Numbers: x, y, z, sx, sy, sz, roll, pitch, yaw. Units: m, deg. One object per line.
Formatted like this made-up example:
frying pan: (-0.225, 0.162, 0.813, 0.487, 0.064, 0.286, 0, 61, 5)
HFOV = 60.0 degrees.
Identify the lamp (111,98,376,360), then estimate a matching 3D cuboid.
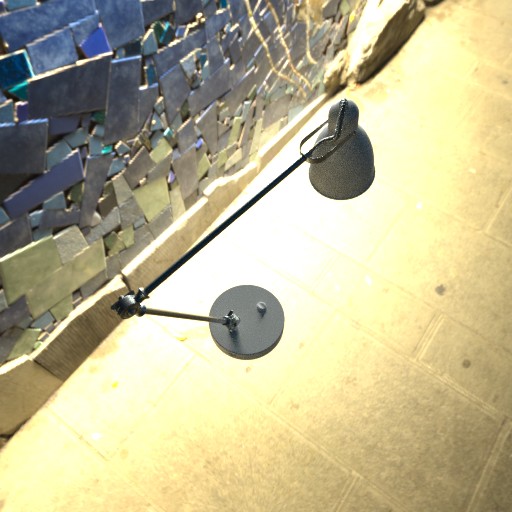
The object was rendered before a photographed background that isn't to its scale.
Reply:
lamp: (0.000, 0.000, 0.873, 0.561, 0.587, 0.187, -35, 64, -20)
